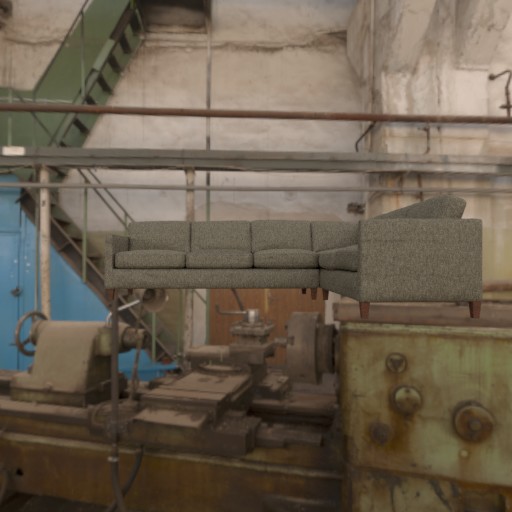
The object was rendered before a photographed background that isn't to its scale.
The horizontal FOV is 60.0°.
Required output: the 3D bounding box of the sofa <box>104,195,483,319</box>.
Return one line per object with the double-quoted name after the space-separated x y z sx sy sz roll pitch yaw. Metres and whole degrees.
0.000 0.000 4.462 3.302 0.947 2.593 0 -1 -2 "sofa"
